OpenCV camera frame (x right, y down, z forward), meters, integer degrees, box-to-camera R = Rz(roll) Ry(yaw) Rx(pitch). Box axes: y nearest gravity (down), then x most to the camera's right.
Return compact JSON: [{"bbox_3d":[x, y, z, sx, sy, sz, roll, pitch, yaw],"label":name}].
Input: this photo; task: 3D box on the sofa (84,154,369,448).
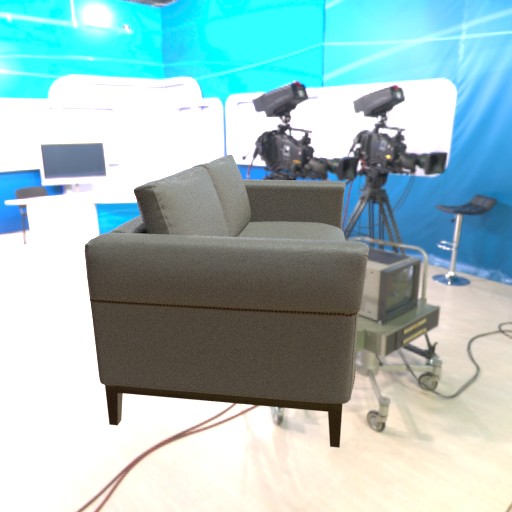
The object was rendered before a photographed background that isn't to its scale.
[{"bbox_3d":[0.000,0.000,2.160,0.899,0.873,1.598,2,17,8],"label":"sofa"}]
